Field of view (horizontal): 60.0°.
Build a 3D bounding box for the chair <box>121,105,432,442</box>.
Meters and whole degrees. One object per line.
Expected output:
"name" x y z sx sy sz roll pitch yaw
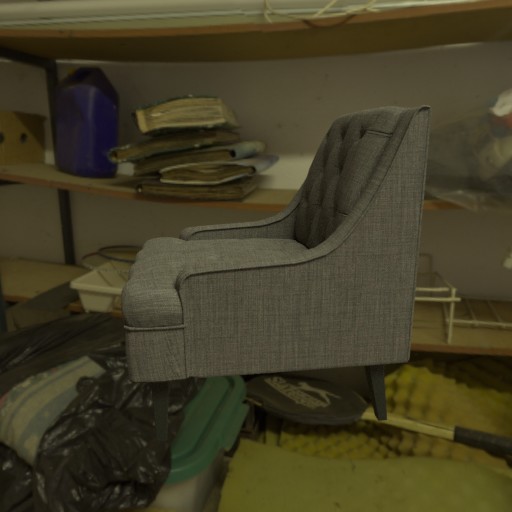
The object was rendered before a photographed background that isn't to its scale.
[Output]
"chair" 0.000 0.000 1.412 0.771 0.891 0.655 -2 14 -8
